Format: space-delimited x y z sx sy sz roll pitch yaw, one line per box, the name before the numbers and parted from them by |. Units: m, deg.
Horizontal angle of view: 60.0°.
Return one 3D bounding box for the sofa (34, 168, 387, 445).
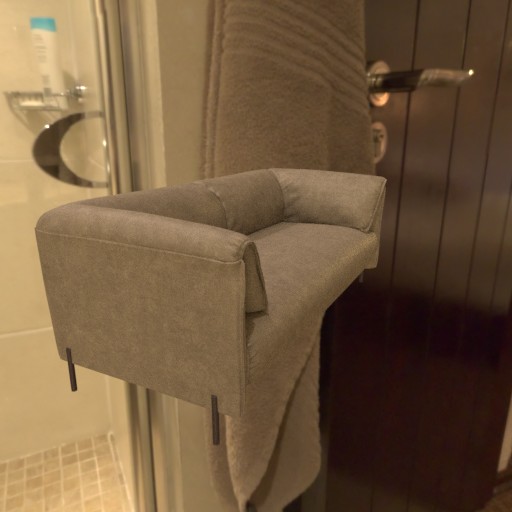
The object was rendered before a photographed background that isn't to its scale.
sofa | 0.000 0.000 2.295 0.905 0.747 1.878 8 18 27
